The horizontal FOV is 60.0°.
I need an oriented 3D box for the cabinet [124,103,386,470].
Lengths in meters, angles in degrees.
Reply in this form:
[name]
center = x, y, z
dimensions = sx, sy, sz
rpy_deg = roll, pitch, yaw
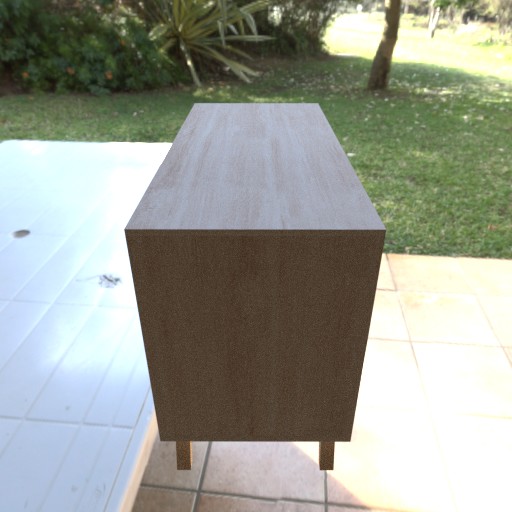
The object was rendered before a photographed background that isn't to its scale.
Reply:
[cabinet]
center = 0.000, 0.000, 1.520
dimensions = 0.500, 0.780, 1.110
rpy_deg = 0, 31, 0
